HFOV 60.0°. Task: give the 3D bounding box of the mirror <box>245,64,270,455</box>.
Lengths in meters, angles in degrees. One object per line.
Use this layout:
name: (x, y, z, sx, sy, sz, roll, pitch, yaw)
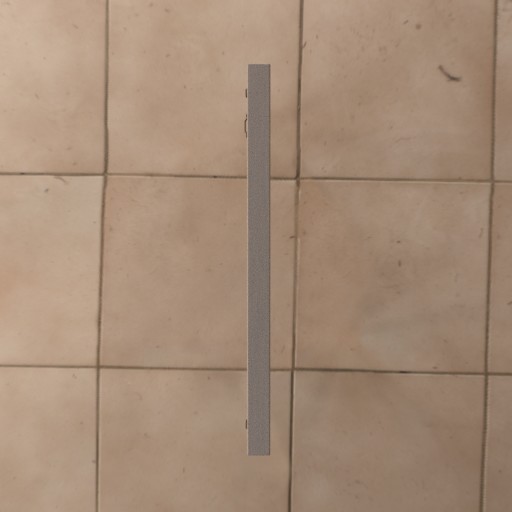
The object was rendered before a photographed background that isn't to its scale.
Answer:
mirror: (0.000, 0.000, 1.146, 0.040, 0.915, 0.609, 0, 91, 0)
